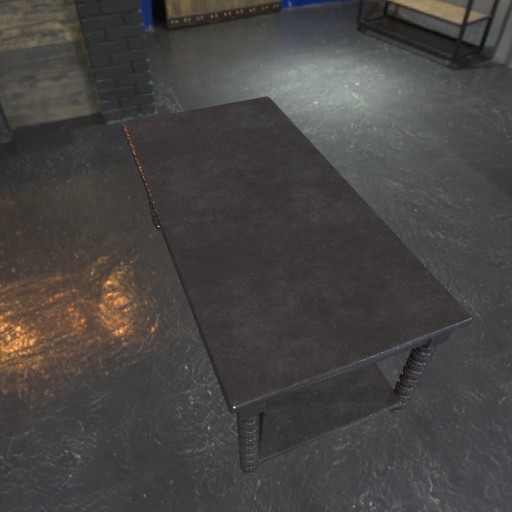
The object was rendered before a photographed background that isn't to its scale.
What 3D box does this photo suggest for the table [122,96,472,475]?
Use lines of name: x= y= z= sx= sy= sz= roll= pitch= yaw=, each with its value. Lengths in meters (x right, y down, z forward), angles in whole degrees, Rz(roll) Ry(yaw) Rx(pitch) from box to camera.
table: x=0.000 y=0.000 z=1.457 sx=0.580 sy=0.487 sz=1.171 roll=-16 pitch=47 yaw=-15
